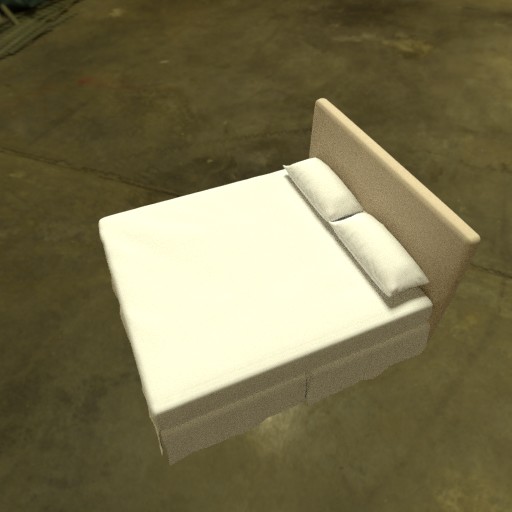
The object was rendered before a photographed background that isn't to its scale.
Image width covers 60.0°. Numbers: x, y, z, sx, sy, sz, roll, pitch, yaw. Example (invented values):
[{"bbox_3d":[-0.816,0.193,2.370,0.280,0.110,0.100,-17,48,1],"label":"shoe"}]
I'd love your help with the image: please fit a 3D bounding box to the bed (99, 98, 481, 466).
[{"bbox_3d":[0.000,0.000,3.585,2.319,1.317,2.119,-18,49,-16],"label":"bed"}]
